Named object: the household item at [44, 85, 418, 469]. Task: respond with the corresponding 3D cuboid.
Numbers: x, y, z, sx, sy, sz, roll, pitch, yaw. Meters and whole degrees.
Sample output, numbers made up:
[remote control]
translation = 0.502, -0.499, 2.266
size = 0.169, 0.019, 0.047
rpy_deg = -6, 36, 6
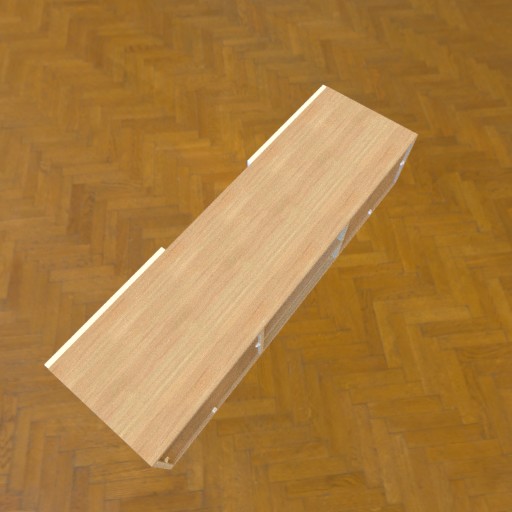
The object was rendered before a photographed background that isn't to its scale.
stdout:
[household item]
translation = 0.000, 0.000, 1.575
size = 0.420, 0.310, 1.400
rpy_deg = 35, 68, 16
